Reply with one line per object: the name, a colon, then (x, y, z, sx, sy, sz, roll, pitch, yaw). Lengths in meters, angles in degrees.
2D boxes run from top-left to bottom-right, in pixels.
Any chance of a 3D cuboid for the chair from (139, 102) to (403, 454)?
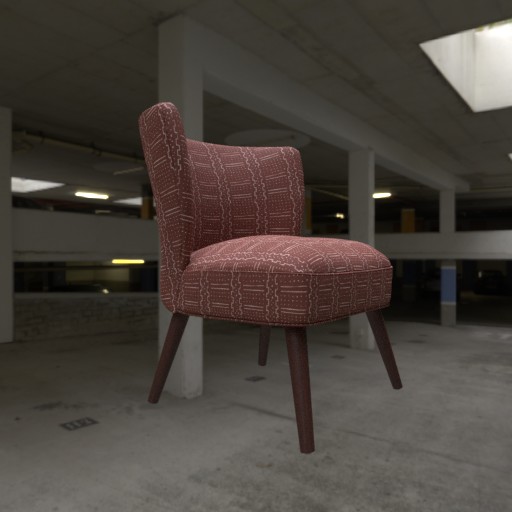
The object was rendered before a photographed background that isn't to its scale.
chair: (0.000, 0.000, 1.426, 0.758, 0.866, 0.706, 0, 0, 37)
